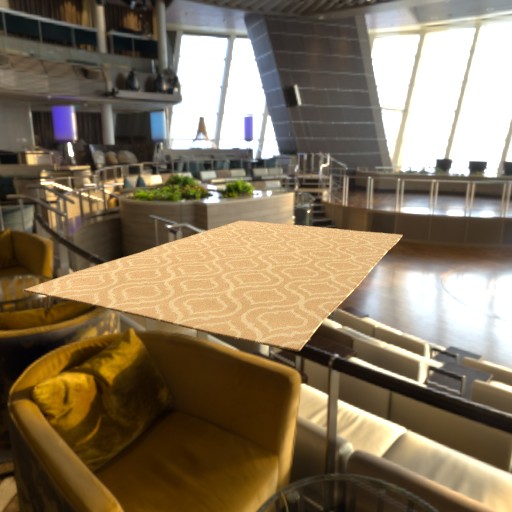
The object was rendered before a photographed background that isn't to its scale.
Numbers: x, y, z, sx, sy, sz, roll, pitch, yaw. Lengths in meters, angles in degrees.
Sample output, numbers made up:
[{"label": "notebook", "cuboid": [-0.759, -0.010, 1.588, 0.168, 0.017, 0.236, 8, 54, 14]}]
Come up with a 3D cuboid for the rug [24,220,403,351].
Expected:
[{"label": "rug", "cuboid": [0.000, 0.000, 2.221, 1.152, 0.013, 1.761, 7, 16, 26]}]
